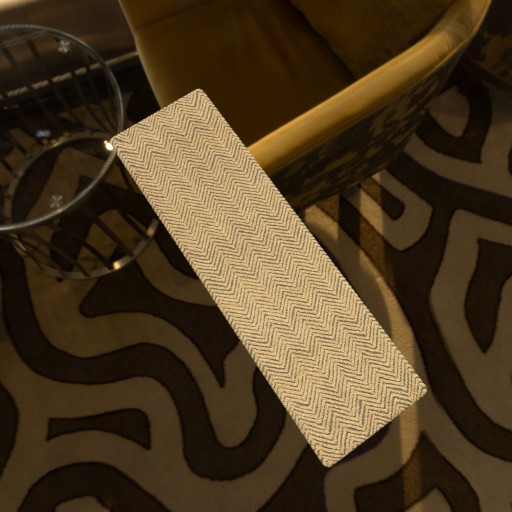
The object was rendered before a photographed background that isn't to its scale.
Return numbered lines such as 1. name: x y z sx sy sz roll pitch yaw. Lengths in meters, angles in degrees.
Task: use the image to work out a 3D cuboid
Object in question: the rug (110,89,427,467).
1. rug: 0.000 0.000 2.574 0.686 0.008 2.286 -33 77 -9
